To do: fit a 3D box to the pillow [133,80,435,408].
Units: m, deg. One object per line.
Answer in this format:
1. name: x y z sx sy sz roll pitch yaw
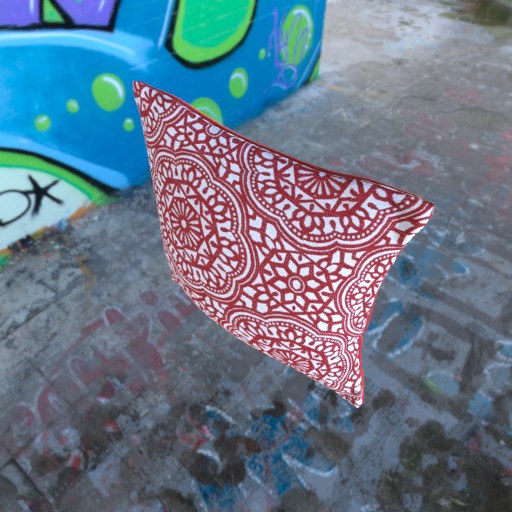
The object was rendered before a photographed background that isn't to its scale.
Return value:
1. pillow: 0.000 0.000 0.663 0.438 0.419 0.162 30 52 26
